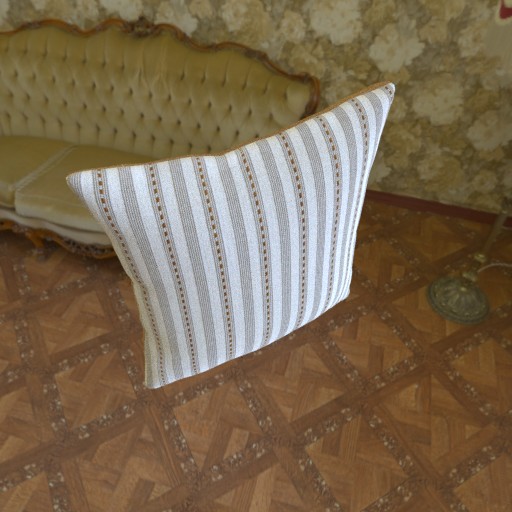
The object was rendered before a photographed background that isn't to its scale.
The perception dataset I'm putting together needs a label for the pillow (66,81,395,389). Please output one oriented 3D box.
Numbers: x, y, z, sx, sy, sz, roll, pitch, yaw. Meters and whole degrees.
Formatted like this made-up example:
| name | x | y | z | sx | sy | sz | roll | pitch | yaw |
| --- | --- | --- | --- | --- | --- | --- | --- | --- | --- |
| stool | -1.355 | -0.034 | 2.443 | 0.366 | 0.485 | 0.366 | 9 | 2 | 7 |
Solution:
| name | x | y | z | sx | sy | sz | roll | pitch | yaw |
| --- | --- | --- | --- | --- | --- | --- | --- | --- | --- |
| pillow | 0.000 | 0.000 | 0.664 | 0.432 | 0.437 | 0.147 | -22 | 49 | -21 |
